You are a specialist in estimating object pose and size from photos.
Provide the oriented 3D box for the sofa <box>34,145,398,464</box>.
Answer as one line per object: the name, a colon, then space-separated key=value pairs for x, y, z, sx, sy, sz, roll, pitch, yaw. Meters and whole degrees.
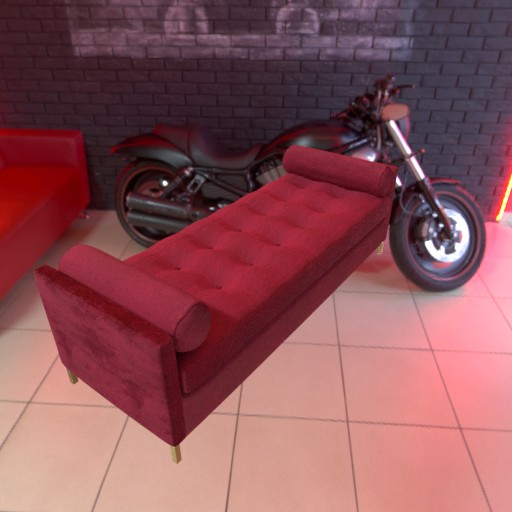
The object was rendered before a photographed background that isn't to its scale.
sofa: x=0.000 y=0.000 z=2.498 sx=0.796 sy=0.705 sz=2.102 roll=21 pitch=38 yaw=31
